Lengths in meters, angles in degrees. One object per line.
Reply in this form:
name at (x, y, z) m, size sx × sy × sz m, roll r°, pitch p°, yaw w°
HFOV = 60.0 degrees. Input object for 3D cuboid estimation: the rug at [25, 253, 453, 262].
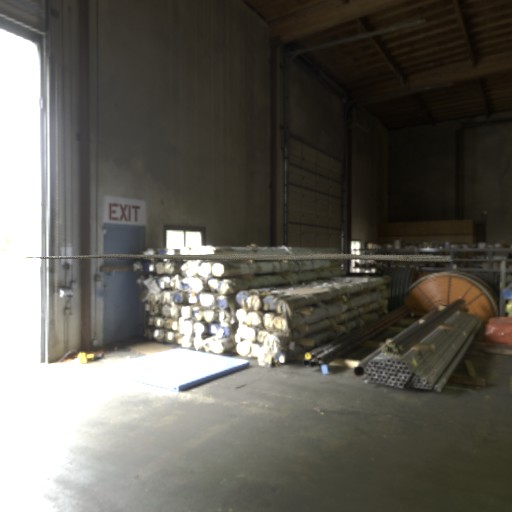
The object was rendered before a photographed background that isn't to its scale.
rug at (0.000, 0.000, 4.390) m, size 3.333 × 0.027 × 2.428 m, roll 0°, pitch 1°, yaw 18°
